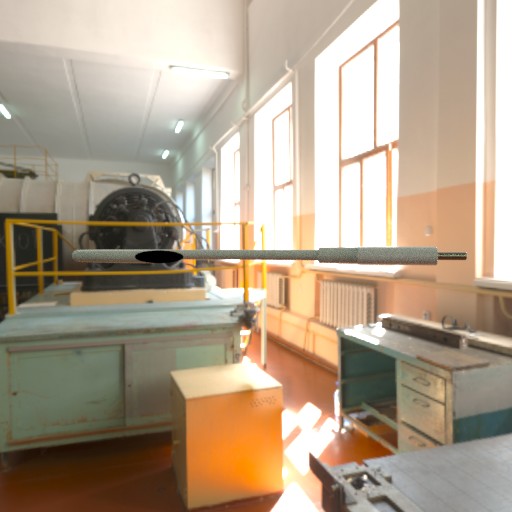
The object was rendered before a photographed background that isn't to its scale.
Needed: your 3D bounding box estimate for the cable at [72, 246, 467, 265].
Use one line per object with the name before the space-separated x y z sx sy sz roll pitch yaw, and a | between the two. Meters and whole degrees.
cable | 0.000 0.000 0.109 0.098 0.005 0.041 0 1 17
